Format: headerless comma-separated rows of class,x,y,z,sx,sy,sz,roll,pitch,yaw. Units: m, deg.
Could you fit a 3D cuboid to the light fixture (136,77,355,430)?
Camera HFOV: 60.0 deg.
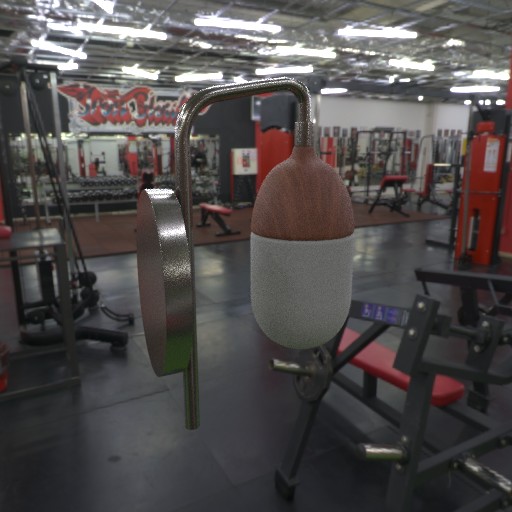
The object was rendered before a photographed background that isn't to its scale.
light fixture,0.000,0.000,0.447,0.216,0.343,0.108,-6,15,-26
